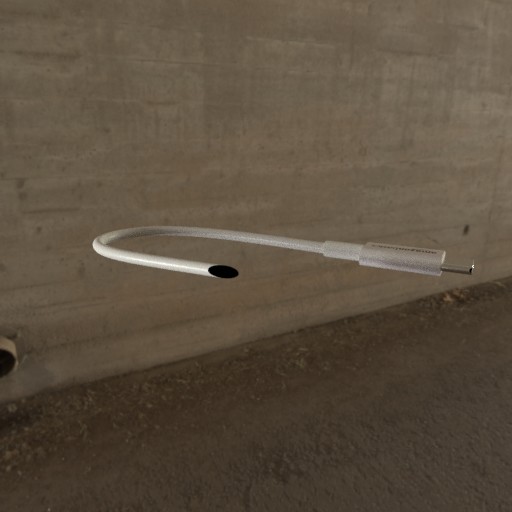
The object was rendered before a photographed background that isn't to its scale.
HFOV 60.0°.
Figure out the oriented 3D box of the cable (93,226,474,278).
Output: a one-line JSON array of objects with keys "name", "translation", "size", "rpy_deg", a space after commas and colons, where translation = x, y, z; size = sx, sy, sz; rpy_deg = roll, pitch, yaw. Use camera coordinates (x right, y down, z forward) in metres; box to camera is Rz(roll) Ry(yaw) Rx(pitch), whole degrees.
[{"name": "cable", "translation": [0.000, 0.000, 0.112], "size": [0.098, 0.005, 0.041], "rpy_deg": [8, 18, 26]}]
